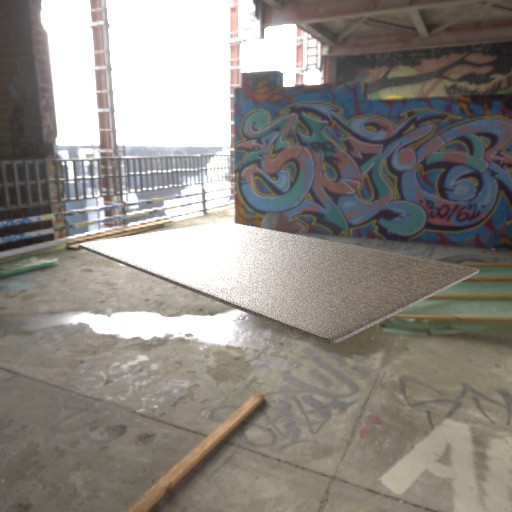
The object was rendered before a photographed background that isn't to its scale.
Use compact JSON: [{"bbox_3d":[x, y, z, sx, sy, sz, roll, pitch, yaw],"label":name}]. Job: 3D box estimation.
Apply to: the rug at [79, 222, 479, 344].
[{"bbox_3d":[0.000,0.000,3.116,1.539,0.024,2.469,-13,19,-42],"label":"rug"}]
